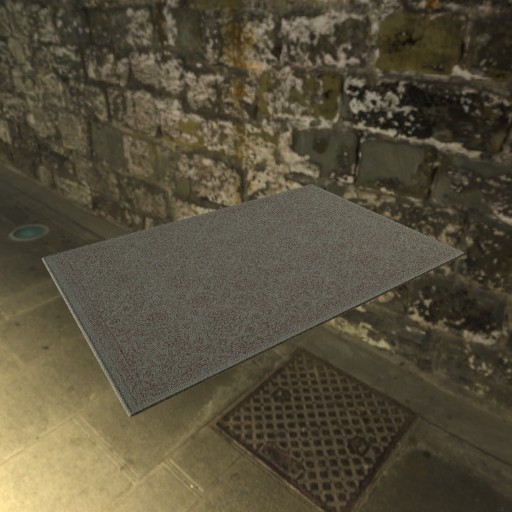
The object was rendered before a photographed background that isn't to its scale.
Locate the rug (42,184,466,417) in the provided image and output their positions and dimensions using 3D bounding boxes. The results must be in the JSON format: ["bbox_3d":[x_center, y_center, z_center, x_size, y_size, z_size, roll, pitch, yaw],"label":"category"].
[{"bbox_3d":[0.000,0.000,2.291,1.829,0.010,1.219,-19,35,-30],"label":"rug"}]
